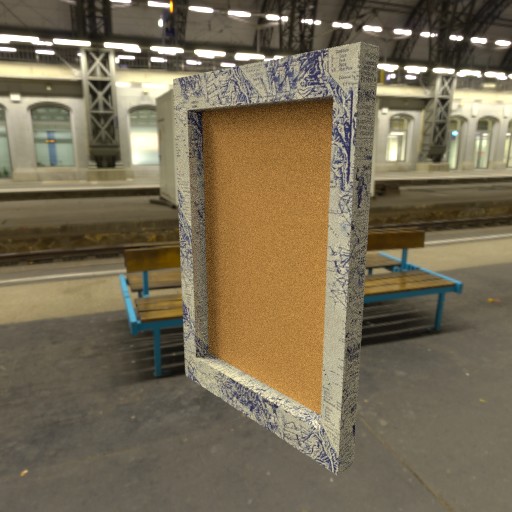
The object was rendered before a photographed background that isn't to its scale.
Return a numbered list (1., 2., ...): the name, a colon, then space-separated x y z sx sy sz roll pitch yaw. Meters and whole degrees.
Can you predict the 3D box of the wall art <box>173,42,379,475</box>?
1. wall art: 0.000 0.000 0.471 0.025 0.376 0.255 -13 19 -41
